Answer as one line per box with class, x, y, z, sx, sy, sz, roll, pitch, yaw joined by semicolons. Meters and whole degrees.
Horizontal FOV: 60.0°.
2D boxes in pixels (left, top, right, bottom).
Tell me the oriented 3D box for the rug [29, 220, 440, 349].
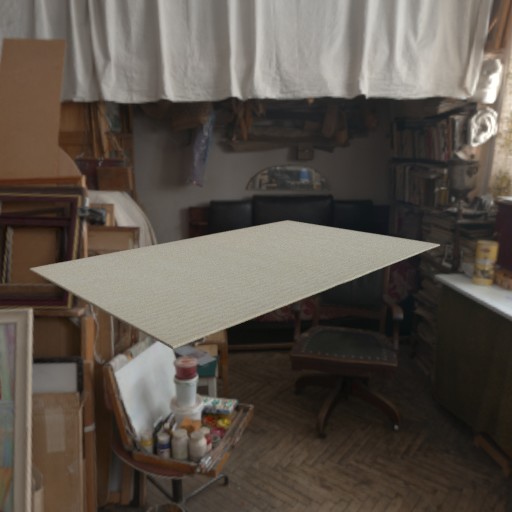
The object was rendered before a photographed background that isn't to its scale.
rug;0.000;0.000;3.040;1.531;0.014;2.441;14;20;43
